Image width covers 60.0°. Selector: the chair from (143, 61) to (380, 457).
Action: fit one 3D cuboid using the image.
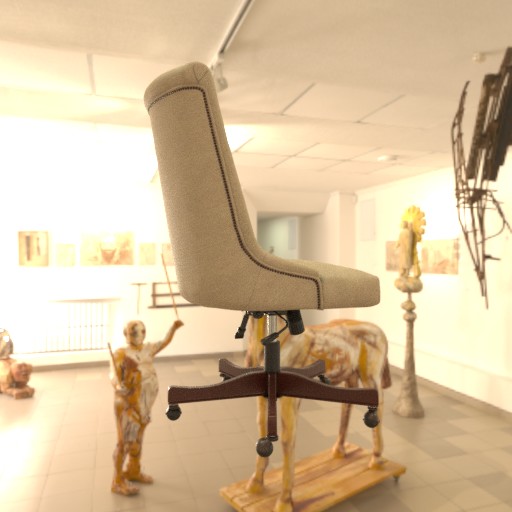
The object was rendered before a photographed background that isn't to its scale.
[{"bbox_3d":[0.000,0.000,1.419,0.696,1.010,0.645,0,1,-18],"label":"chair"}]
